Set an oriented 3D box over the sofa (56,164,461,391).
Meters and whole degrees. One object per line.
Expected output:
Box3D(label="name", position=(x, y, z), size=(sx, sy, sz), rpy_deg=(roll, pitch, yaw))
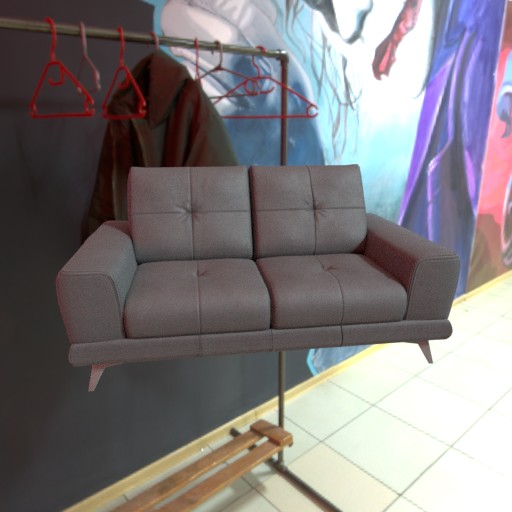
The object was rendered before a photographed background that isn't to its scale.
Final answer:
Box3D(label="sofa", position=(0.000, 0.000, 2.378), size=(1.806, 0.907, 1.018), rpy_deg=(-2, 17, -8))
